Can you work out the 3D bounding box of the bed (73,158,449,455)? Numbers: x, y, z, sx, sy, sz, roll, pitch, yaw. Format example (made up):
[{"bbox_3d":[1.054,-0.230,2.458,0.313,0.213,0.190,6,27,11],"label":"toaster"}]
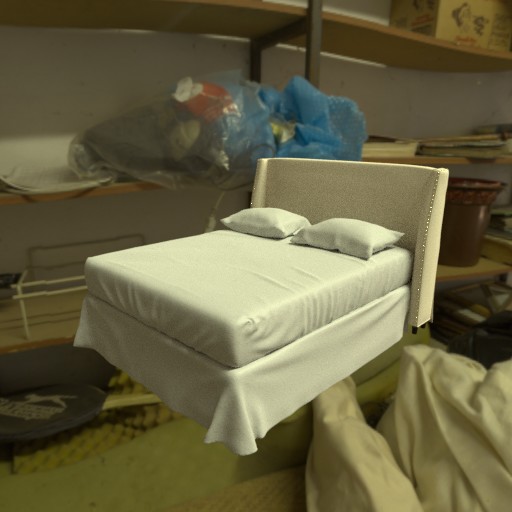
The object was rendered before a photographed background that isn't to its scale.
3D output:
[{"bbox_3d":[0.000,0.000,3.397,1.925,1.332,2.276,15,22,42],"label":"bed"}]
